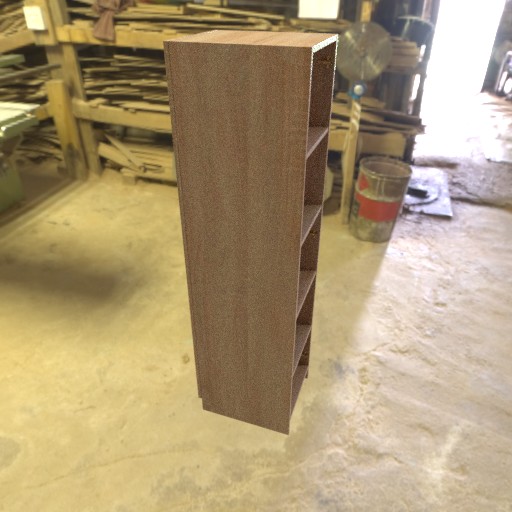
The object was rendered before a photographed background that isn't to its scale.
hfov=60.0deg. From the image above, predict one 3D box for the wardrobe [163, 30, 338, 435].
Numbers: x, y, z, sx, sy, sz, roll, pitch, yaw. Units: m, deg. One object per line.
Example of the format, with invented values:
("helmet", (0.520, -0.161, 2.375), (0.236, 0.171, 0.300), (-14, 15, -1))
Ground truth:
("wardrobe", (0.000, 0.000, 2.381), (0.588, 2.117, 0.496), (11, 33, 16))
